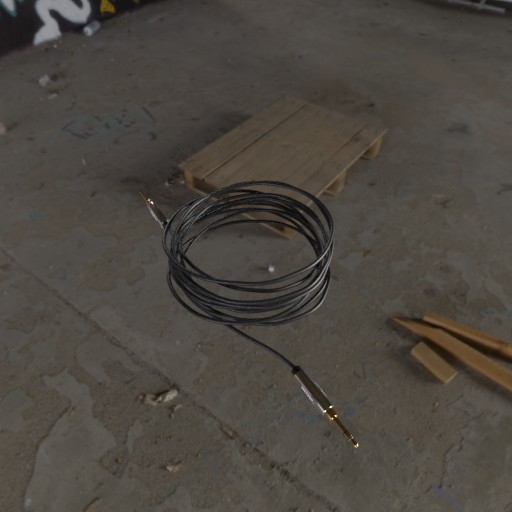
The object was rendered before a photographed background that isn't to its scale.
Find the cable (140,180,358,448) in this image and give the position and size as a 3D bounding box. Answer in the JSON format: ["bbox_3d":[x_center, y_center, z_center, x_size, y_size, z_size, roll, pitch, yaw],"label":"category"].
[{"bbox_3d":[0.000,0.000,0.498,0.198,0.069,0.432,-25,51,-22],"label":"cable"}]
